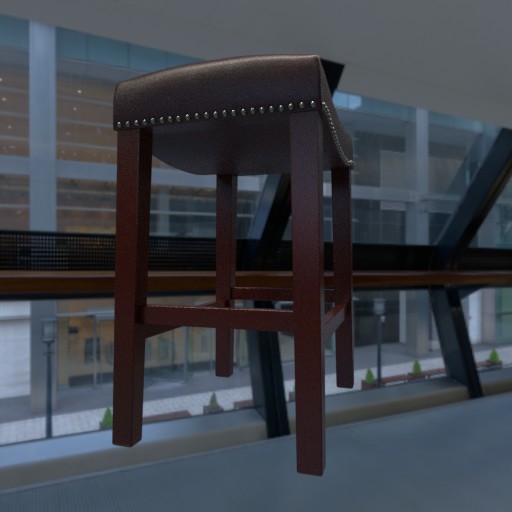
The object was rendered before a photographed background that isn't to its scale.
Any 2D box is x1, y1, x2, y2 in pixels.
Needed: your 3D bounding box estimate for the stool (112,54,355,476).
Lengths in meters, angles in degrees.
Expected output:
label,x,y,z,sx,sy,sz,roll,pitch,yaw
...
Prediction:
label,x,y,z,sx,sy,sz,roll,pitch,yaw
stool,0.000,0.000,0.947,0.372,0.657,0.504,0,0,18
